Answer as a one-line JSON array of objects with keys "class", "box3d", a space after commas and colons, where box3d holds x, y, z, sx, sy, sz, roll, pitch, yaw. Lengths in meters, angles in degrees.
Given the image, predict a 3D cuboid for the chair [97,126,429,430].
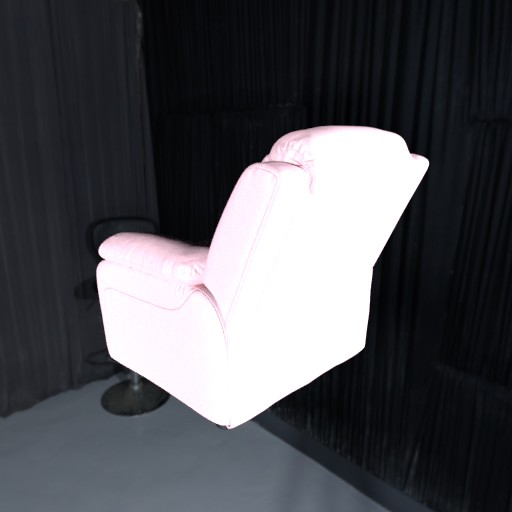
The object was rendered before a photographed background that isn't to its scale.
[{"class": "chair", "box3d": [0.000, 0.000, 1.258, 0.680, 0.702, 0.709, -15, 21, -43]}]
